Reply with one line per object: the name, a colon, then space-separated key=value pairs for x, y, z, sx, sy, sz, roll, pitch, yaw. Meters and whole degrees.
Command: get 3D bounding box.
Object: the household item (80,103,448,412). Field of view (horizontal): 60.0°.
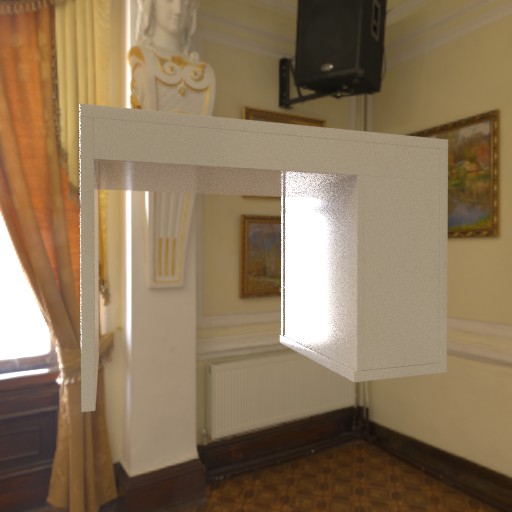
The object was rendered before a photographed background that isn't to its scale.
household item: x=0.000 y=0.000 z=1.532 sx=1.100 sy=0.749 sz=0.597 roll=0 pitch=1 yaw=-19
